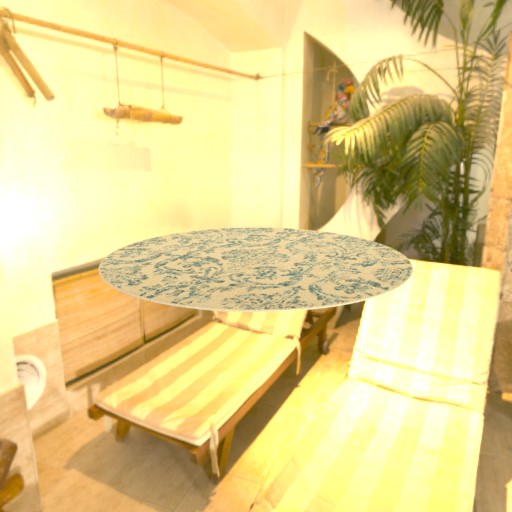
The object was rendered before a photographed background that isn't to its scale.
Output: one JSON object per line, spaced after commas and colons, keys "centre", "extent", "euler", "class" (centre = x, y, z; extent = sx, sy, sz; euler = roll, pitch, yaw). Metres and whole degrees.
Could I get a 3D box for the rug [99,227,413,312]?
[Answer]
{"centre": [0.000, 0.000, 2.370], "extent": [1.593, 0.012, 1.593], "euler": [0, 14, 0], "class": "rug"}
